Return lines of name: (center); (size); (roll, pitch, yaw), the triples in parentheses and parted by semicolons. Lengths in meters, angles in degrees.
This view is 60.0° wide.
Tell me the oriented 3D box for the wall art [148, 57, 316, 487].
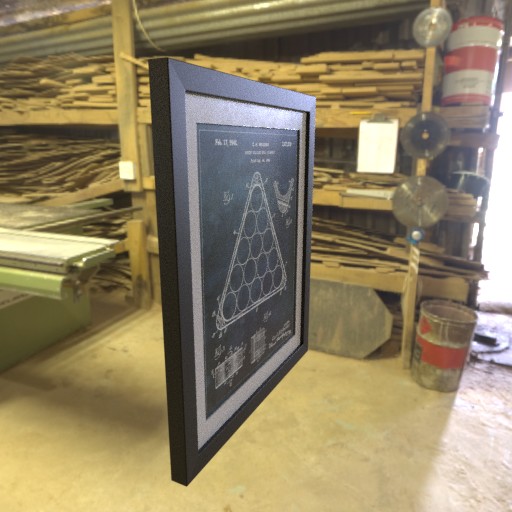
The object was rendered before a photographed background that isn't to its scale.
wall art: (0.000, 0.000, 0.695); (0.025, 0.508, 0.432); (7, 16, 26)
